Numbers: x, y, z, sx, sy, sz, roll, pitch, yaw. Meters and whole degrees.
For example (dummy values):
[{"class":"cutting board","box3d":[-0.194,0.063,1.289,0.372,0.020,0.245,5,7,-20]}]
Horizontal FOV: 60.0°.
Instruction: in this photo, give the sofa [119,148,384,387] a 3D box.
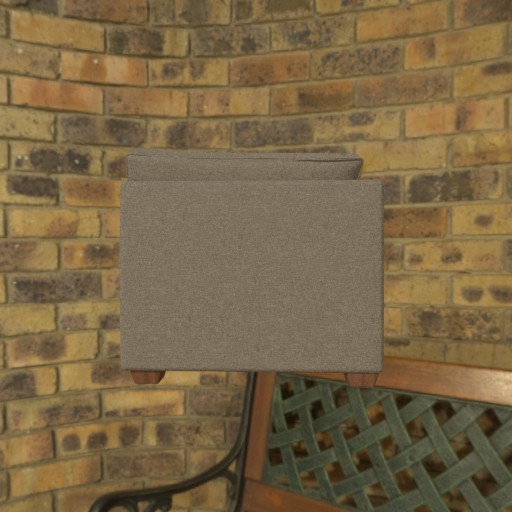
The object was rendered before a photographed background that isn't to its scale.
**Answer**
[{"class":"sofa","box3d":[0.000,0.000,2.864,1.110,1.033,2.237,0,0,2]}]
